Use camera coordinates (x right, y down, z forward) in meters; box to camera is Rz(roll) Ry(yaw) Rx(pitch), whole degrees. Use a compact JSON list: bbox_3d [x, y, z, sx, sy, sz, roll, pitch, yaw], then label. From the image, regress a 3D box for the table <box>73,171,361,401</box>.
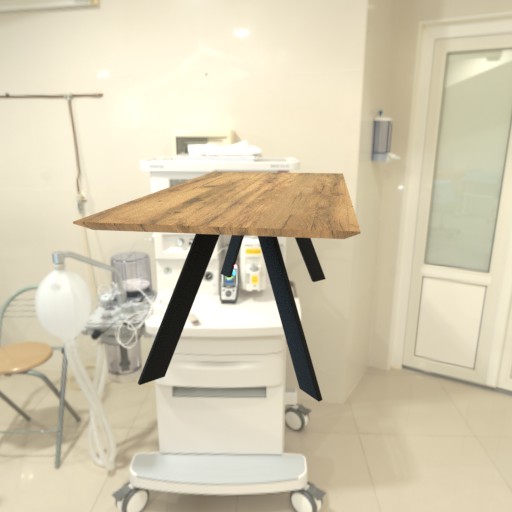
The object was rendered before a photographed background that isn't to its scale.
[{"bbox_3d":[0.000,0.000,2.554,1.000,0.770,2.000,2,16,9],"label":"table"}]
